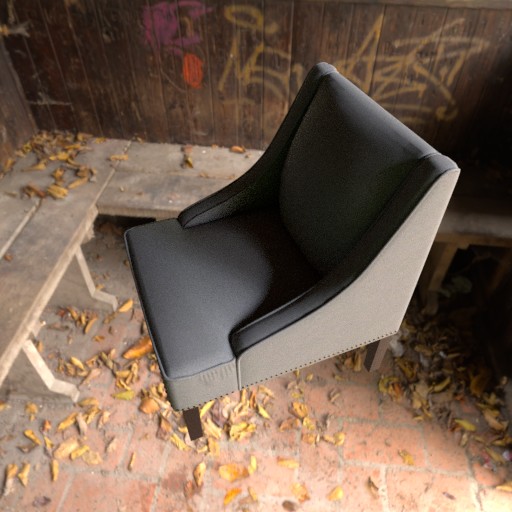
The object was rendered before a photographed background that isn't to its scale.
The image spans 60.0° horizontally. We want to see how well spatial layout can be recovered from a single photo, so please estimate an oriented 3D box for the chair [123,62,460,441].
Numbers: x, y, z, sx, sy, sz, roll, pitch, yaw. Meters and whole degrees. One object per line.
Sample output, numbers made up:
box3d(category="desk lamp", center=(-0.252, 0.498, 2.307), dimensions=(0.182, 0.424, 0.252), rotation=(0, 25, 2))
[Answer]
box3d(category="chair", center=(0.000, 0.000, 1.380), dimensions=(0.747, 0.867, 0.631), rotation=(-16, 48, -15))
